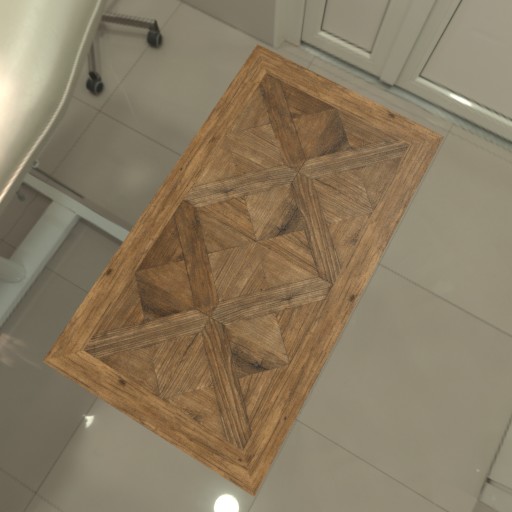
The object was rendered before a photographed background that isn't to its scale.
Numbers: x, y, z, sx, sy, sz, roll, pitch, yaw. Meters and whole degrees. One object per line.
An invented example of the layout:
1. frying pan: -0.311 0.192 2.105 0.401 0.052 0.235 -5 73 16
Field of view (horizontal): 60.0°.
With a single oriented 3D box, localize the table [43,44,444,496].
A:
1. table: 0.000 0.000 1.741 0.800 0.410 1.400 29 78 7
